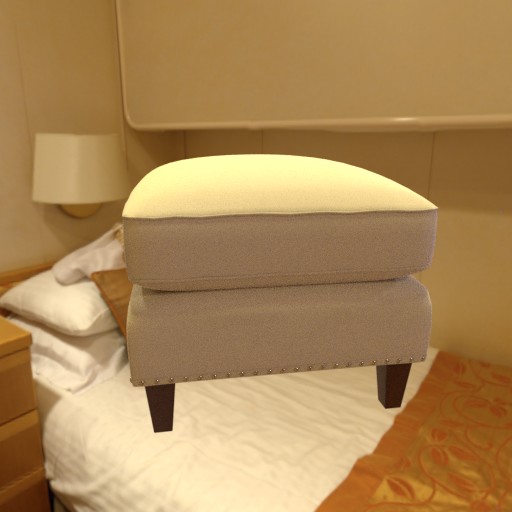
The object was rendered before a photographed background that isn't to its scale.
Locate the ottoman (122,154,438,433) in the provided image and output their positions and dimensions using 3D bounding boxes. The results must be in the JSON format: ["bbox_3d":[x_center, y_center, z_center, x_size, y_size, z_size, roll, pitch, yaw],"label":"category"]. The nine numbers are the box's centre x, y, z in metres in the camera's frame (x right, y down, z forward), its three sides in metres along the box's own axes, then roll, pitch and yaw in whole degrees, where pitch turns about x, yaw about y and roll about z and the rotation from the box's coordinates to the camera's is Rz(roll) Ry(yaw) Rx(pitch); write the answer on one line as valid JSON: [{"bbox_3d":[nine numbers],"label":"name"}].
[{"bbox_3d":[0.000,0.000,1.154,0.584,0.513,0.741,-2,15,-9],"label":"ottoman"}]
